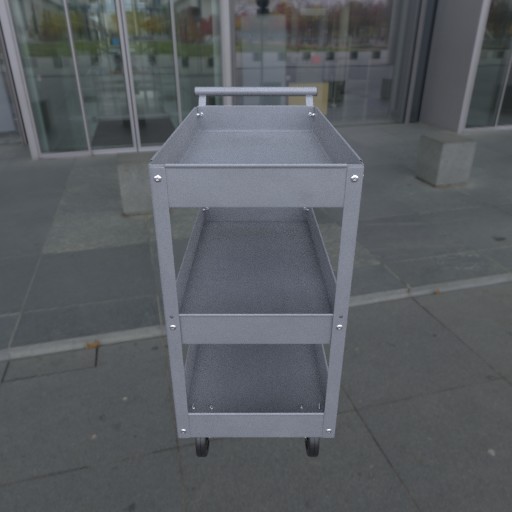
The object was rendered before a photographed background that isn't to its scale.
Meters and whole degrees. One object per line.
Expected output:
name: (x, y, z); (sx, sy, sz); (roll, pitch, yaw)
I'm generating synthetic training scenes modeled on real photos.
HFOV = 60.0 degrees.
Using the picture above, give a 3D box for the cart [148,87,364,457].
cart: (0.000, 0.000, 1.183); (0.366, 0.780, 0.719); (0, 27, 0)
